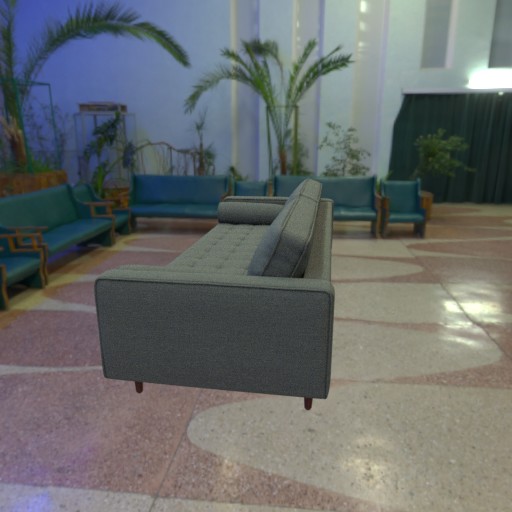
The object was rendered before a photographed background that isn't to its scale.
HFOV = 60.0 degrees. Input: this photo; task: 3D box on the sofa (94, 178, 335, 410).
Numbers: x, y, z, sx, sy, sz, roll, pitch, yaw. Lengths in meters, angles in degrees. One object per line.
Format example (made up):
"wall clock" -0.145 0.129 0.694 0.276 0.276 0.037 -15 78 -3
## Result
"sofa" 0.000 0.000 2.668 0.914 0.762 2.198 3 16 9
